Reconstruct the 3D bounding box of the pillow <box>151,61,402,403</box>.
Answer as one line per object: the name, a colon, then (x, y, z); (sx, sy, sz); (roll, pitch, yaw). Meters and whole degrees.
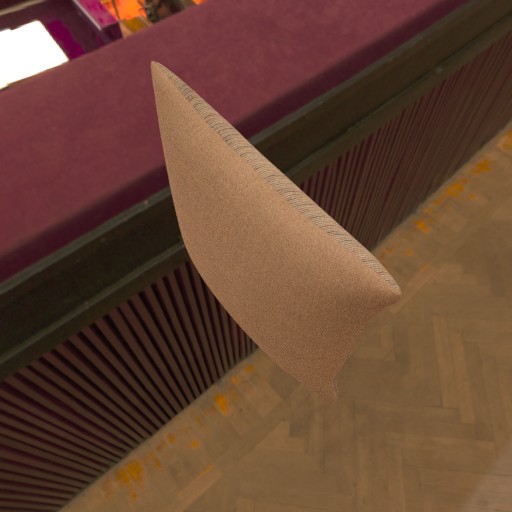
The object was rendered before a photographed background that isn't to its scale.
pillow: (0.000, 0.000, 0.787); (0.178, 0.506, 0.512); (-34, 65, -19)
